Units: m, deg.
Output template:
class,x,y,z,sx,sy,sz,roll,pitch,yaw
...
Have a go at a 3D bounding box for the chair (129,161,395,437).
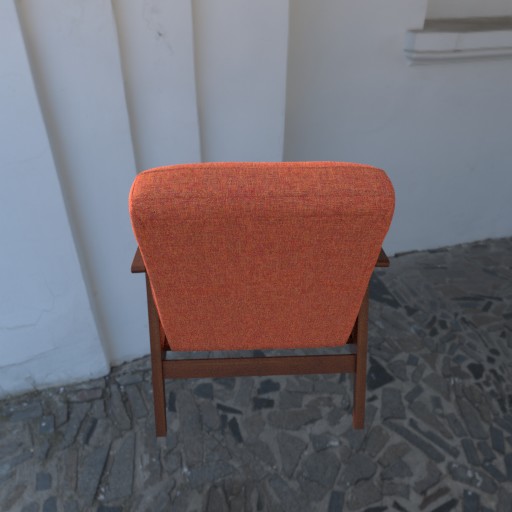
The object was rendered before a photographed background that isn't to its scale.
class,x,y,z,sx,sy,sz,roll,pitch,yaw
chair,0.000,0.000,1.515,0.719,0.890,0.860,-1,32,-2
